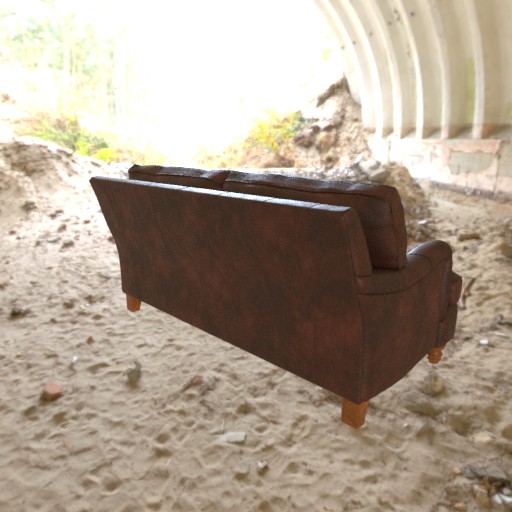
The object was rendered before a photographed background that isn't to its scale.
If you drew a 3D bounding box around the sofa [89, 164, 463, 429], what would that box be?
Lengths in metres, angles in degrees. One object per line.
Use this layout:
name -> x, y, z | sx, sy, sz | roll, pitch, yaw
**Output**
sofa -> 0.000, 0.000, 2.754 | 1.147, 1.071, 2.144 | -14, 21, -43
